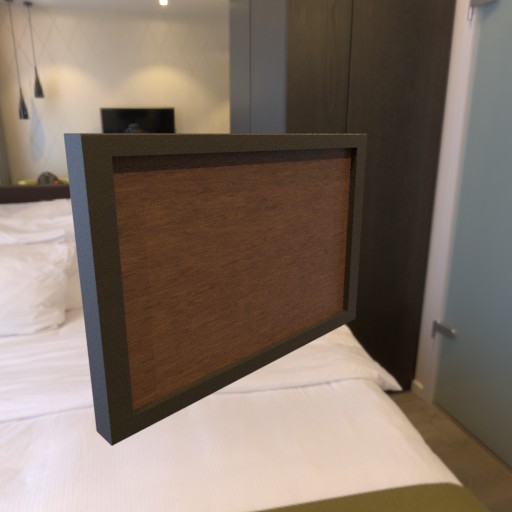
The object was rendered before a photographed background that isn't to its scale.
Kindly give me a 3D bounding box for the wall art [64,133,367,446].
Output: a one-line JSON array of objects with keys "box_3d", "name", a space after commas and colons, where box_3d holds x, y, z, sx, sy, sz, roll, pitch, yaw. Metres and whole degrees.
[{"box_3d": [0.000, 0.000, 0.857, 0.051, 0.456, 0.671, 15, 21, 43], "name": "wall art"}]
